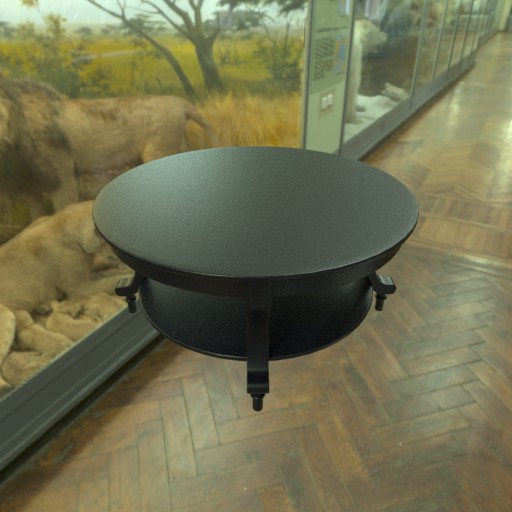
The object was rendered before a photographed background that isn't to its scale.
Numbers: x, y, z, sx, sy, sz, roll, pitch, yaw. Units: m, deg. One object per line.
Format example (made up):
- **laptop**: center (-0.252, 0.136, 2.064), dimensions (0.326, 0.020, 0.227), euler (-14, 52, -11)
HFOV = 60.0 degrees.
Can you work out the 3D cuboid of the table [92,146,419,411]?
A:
- **table**: center (0.000, 0.000, 1.579), dimensions (1.029, 0.491, 1.029), euler (0, 30, 0)
